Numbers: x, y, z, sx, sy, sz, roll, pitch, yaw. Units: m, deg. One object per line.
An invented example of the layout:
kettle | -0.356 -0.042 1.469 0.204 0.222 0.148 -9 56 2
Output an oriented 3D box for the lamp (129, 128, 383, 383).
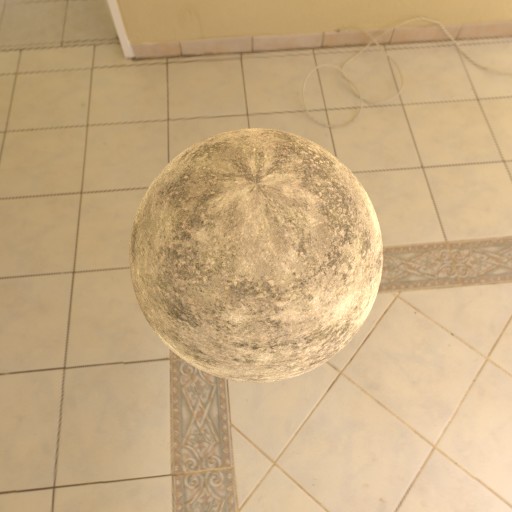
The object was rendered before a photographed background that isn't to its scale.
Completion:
lamp | 0.000 0.000 0.767 0.422 0.429 0.422 0 64 0
